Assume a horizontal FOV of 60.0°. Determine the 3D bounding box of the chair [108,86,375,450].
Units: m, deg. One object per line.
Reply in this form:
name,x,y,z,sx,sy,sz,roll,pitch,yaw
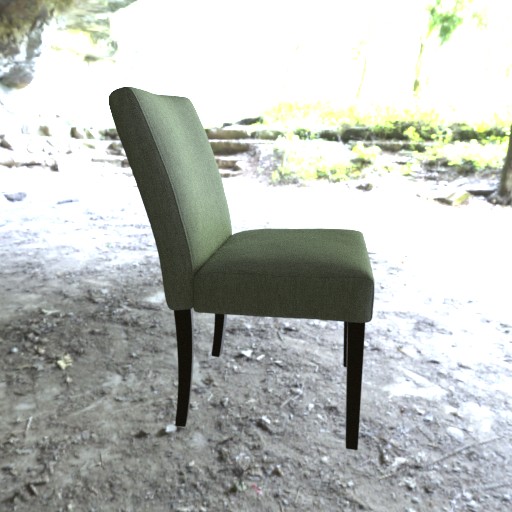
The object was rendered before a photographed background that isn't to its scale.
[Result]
chair,0.000,0.000,1.263,0.629,0.884,0.487,3,17,9
